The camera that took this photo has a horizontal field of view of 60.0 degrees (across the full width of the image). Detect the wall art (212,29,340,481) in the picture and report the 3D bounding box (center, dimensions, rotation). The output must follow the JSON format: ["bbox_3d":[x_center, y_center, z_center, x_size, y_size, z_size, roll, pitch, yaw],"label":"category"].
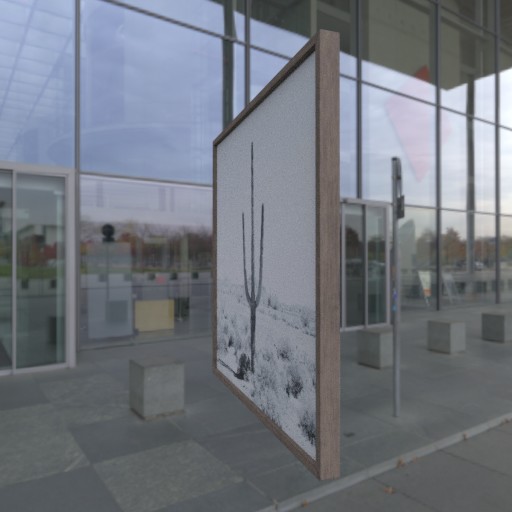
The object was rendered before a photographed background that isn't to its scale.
[{"bbox_3d":[0.000,0.000,1.112,0.038,0.762,0.762,0,0,-19],"label":"wall art"}]
